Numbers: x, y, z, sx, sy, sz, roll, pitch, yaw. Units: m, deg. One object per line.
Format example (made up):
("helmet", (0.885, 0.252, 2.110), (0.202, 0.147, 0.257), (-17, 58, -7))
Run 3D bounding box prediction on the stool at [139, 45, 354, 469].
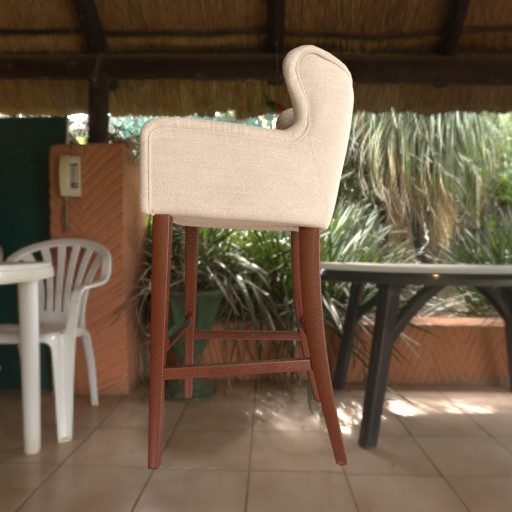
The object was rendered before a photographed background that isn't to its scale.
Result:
("stool", (0.000, 0.000, 1.330), (0.563, 1.034, 0.556), (0, 1, 1))
